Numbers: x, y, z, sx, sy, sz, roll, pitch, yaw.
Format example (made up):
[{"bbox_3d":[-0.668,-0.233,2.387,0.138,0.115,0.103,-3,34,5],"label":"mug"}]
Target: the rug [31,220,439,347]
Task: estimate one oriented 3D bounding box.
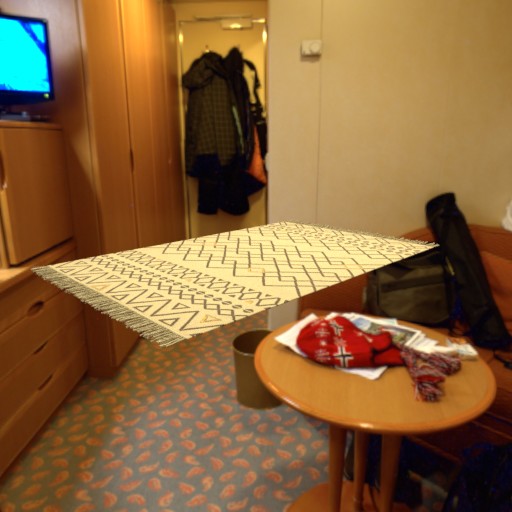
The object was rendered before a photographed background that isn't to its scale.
[{"bbox_3d":[0.000,0.000,3.047,2.472,0.035,1.495,-14,20,-43],"label":"rug"}]
